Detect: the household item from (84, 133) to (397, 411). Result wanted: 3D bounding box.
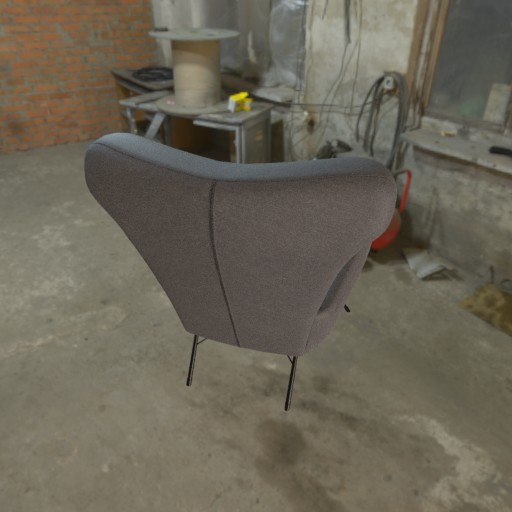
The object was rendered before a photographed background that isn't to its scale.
[{"bbox_3d":[0.000,0.000,1.790,0.980,1.050,0.900,9,33,15],"label":"household item"}]
